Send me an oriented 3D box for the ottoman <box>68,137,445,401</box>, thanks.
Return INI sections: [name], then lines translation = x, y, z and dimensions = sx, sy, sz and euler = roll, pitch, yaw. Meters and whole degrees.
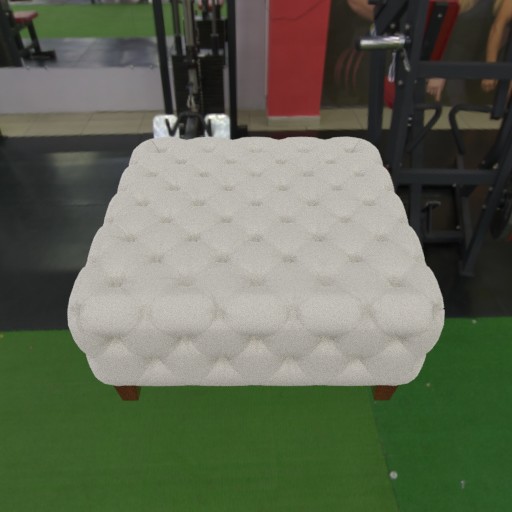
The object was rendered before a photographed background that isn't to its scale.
[ottoman]
translation = 0.000, 0.000, 1.214
dimensions = 0.753, 0.376, 0.755
euler = 0, 41, 0
